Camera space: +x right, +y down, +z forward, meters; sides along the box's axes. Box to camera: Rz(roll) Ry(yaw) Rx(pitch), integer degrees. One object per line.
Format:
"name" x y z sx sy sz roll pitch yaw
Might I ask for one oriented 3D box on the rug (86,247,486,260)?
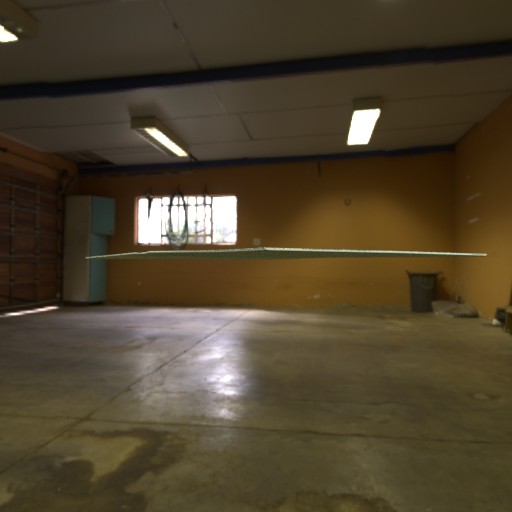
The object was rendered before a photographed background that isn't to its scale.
"rug" 0.000 0.000 2.998 1.613 0.030 2.306 1 -1 -36
